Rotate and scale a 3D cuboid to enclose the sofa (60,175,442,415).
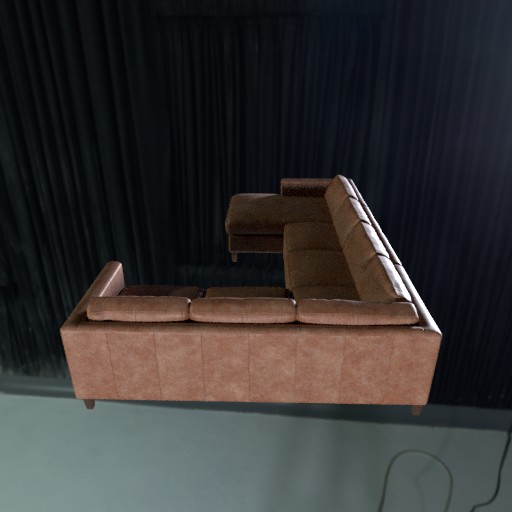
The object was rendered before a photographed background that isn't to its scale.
[{"bbox_3d":[0.000,0.000,4.443,2.430,0.832,3.401,1,26,1],"label":"sofa"}]
